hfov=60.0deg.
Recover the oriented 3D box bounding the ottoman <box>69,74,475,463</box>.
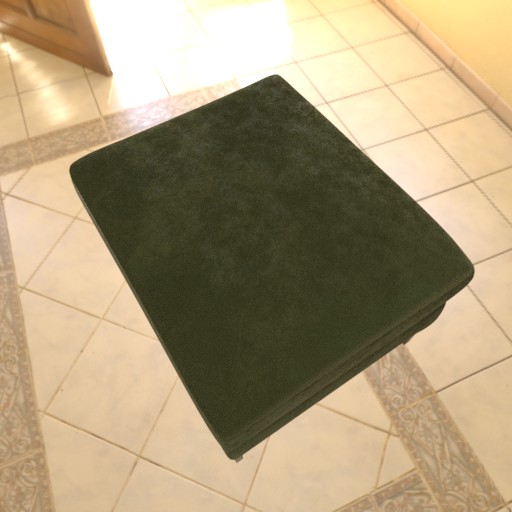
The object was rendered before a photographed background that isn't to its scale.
[{"bbox_3d":[0.000,0.000,1.273,0.701,0.538,0.839,-29,63,-16],"label":"ottoman"}]
